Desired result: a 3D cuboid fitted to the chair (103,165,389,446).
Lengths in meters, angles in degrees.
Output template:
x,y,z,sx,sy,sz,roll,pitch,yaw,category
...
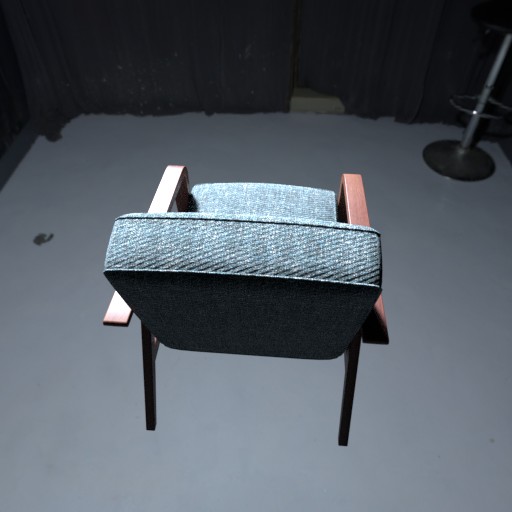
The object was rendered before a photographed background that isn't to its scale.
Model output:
x,y,z,sx,sy,sz,roll,pitch,yaw,category
0.000,0.000,1.481,0.719,0.864,0.889,3,48,3,chair
